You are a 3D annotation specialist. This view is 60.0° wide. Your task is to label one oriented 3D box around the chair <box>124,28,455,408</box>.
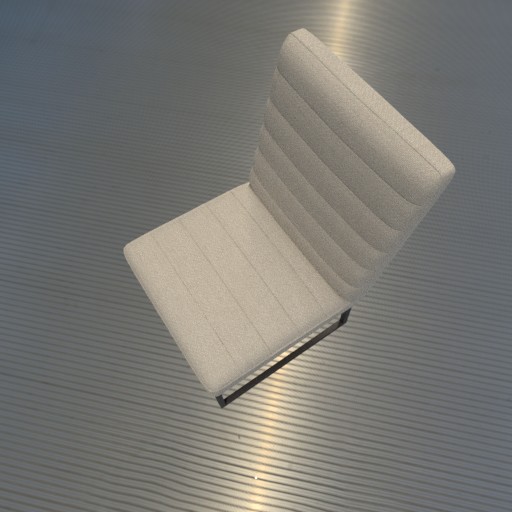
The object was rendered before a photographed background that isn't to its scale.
[{"bbox_3d":[0.000,0.000,1.278,0.634,0.930,0.520,-31,67,-14],"label":"chair"}]
